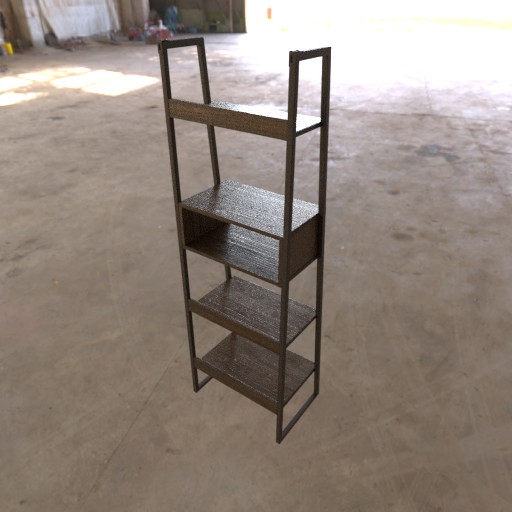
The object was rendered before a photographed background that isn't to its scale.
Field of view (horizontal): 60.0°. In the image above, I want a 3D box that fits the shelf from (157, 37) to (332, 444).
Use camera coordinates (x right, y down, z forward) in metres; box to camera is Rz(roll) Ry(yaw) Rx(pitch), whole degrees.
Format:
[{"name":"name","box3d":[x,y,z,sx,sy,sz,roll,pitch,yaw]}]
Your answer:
[{"name":"shelf","box3d":[0.000,0.000,2.278,0.652,2.005,0.454,21,36,30]}]
